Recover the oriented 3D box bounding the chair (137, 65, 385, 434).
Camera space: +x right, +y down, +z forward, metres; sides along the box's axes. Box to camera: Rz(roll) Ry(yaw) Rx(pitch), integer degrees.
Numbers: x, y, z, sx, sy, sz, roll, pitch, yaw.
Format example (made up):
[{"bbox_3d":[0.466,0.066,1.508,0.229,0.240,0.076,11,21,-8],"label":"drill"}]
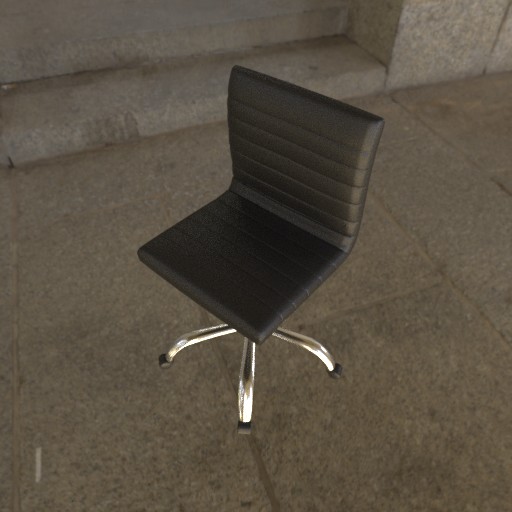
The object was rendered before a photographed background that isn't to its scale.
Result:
[{"bbox_3d":[0.000,0.000,1.131,0.556,0.780,0.530,31,54,26],"label":"chair"}]
